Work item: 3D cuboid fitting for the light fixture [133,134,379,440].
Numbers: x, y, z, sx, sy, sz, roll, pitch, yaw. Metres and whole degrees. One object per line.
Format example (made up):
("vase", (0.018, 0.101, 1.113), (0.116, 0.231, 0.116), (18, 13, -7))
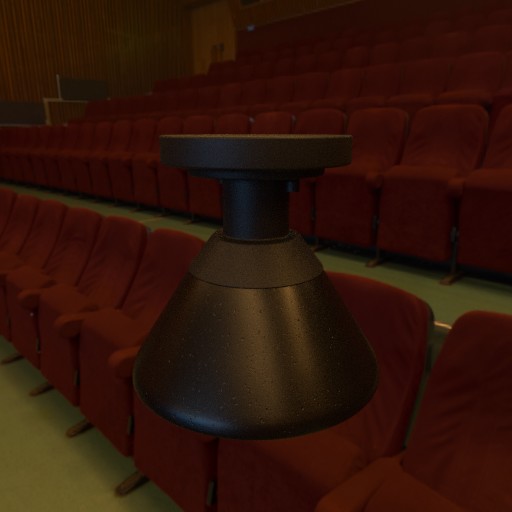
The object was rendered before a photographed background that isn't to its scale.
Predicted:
("light fixture", (0.000, 0.000, 0.348), (0.200, 0.183, 0.200), (0, 16, 0))
